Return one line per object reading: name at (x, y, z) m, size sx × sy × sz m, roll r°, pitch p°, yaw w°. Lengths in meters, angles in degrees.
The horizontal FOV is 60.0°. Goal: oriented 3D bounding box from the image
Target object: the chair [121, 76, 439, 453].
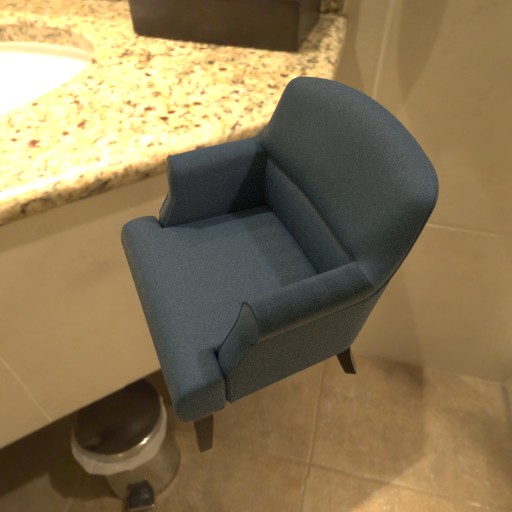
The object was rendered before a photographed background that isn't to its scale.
chair at (0.000, 0.000, 1.400) m, size 0.754 × 0.878 × 0.770 m, roll -17°, pitch 48°, yaw -16°
